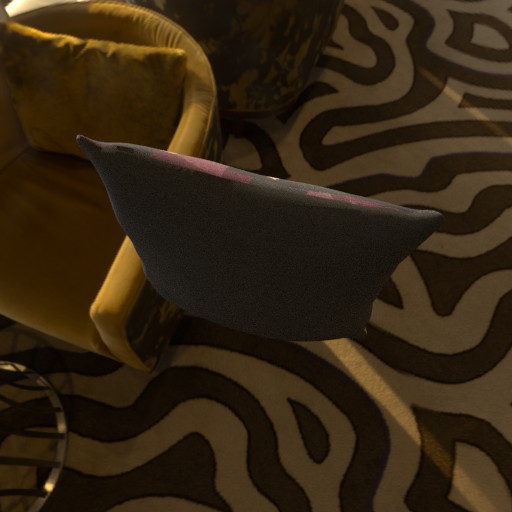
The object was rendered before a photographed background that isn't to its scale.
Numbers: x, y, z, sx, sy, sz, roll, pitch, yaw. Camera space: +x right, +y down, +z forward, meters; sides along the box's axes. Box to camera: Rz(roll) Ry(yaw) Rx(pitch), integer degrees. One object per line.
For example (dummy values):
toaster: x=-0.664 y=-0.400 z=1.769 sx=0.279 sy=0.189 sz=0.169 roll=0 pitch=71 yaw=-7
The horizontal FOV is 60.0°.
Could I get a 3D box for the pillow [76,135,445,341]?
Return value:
pillow: x=0.000 y=0.000 z=0.783 sx=0.503 sy=0.496 sz=0.208 roll=14 pitch=64 yaw=7
